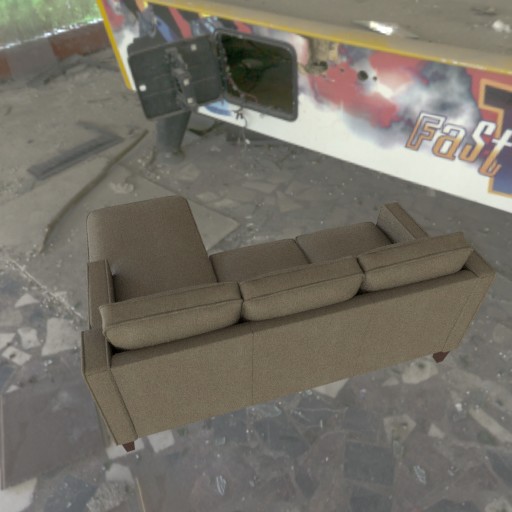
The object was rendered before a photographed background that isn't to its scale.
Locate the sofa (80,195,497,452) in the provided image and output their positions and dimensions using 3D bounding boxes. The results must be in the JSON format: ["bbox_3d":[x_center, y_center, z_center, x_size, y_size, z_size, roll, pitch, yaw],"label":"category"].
[{"bbox_3d":[0.000,0.000,3.162,2.317,1.081,1.858,-12,44,-13],"label":"sofa"}]
